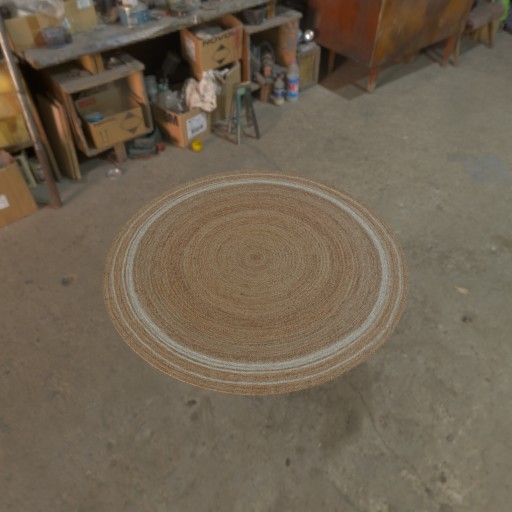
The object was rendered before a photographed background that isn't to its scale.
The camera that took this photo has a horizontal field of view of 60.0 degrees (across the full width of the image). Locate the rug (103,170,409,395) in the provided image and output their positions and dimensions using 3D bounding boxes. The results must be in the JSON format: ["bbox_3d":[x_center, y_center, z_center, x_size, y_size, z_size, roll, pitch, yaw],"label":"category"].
[{"bbox_3d":[0.000,0.000,3.642,2.444,0.015,2.444,0,45,0],"label":"rug"}]
